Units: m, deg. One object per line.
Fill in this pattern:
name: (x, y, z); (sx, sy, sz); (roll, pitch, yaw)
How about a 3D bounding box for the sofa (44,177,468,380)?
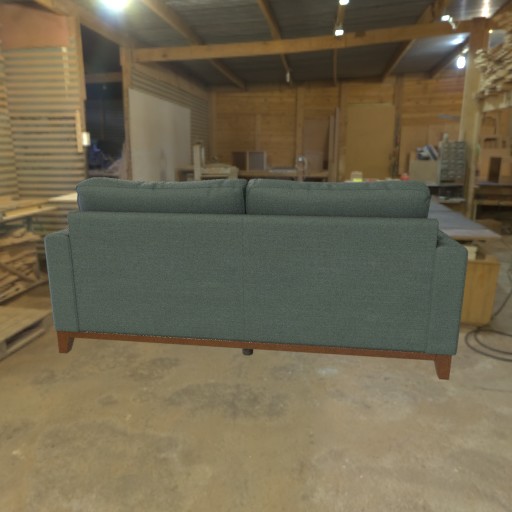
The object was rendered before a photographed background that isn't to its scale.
sofa: (0.000, 0.000, 2.408); (1.900, 0.865, 0.877); (2, 14, 8)
